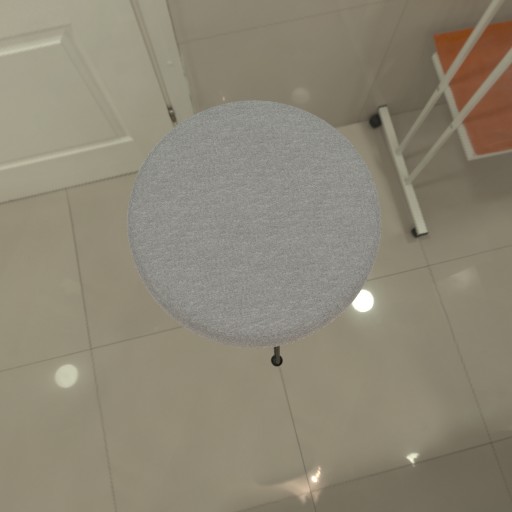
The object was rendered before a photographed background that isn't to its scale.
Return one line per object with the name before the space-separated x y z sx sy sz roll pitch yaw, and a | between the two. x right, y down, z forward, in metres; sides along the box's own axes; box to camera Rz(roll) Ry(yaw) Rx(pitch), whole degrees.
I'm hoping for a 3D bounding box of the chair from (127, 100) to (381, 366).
chair | 0.000 0.000 0.706 0.350 0.440 0.350 -14 76 -3
